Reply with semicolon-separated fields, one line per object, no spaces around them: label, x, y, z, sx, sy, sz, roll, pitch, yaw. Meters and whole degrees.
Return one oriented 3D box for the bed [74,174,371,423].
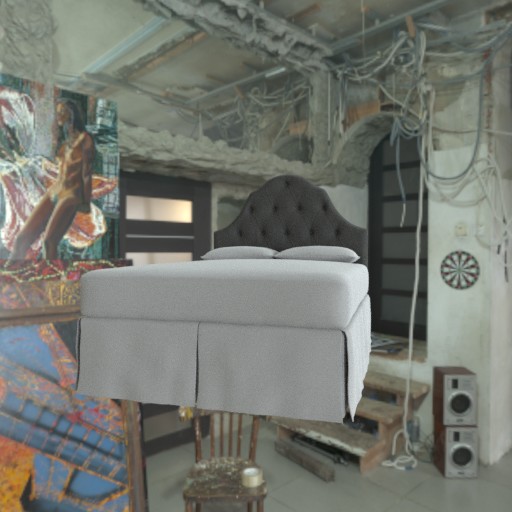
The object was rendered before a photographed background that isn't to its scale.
bed;0.000;0.000;3.333;1.636;1.575;2.155;0;0;17
